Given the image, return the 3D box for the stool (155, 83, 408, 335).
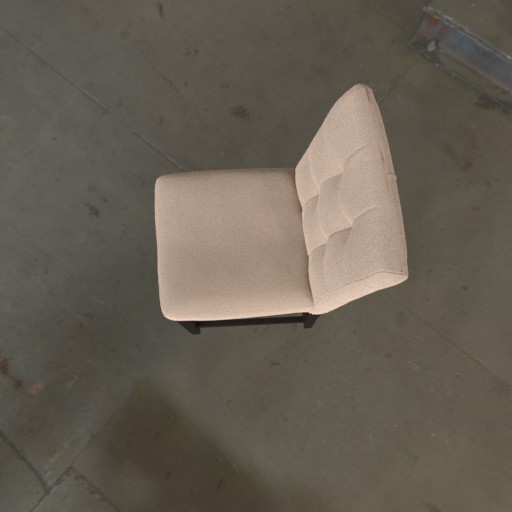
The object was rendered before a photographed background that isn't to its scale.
[{"bbox_3d":[0.000,0.000,1.330,0.548,1.047,0.411,-6,76,-1],"label":"stool"}]
